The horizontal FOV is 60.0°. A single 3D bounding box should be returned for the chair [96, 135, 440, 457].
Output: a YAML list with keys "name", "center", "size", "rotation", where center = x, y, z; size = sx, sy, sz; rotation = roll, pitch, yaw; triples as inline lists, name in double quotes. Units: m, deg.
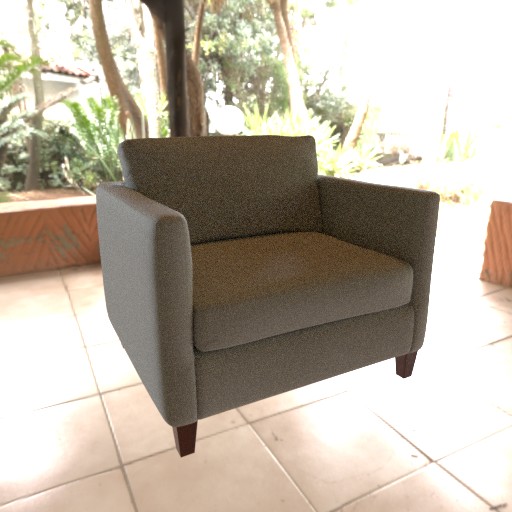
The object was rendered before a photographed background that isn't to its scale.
- name: "chair"
  center: [0.000, 0.000, 1.834]
  size: [1.107, 0.961, 0.953]
  rotation: [-8, 18, -27]
